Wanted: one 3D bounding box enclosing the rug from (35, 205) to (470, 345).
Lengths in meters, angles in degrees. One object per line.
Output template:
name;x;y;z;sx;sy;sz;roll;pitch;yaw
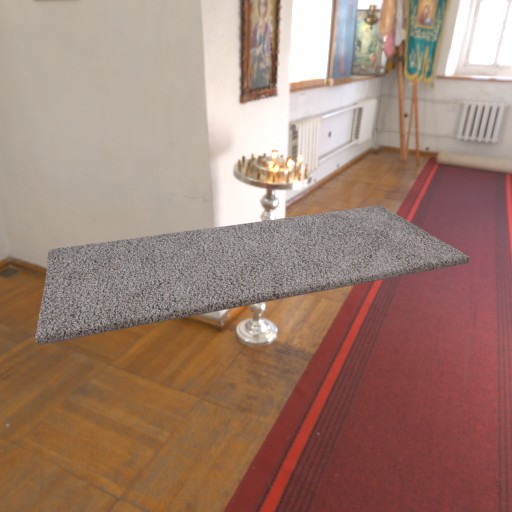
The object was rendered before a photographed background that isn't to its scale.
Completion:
rug;0.000;0.000;1.721;1.524;0.030;0.609;-9;28;-17
